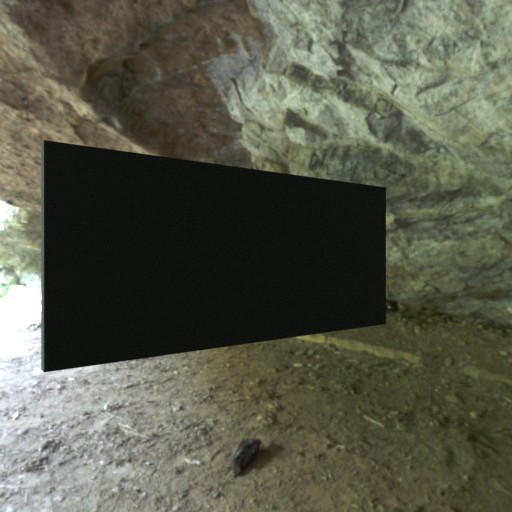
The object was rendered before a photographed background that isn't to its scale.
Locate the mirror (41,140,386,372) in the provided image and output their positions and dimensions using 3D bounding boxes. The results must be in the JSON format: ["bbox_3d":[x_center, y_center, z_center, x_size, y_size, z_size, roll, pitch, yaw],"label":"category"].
[{"bbox_3d":[0.000,0.000,1.796,1.584,0.692,0.047,0,0,-36],"label":"mirror"}]
